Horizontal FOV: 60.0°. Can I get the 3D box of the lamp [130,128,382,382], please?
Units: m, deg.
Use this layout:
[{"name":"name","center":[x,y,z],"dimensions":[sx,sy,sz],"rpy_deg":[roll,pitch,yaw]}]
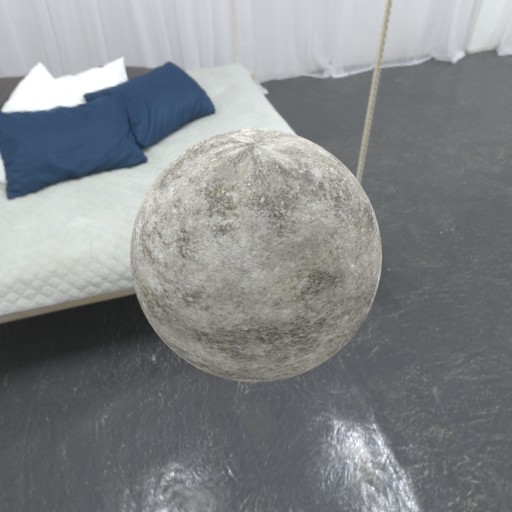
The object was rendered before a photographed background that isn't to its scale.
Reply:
[{"name":"lamp","center":[0.000,0.000,0.773],"dimensions":[0.422,0.429,0.422],"rpy_deg":[0,42,0]}]
